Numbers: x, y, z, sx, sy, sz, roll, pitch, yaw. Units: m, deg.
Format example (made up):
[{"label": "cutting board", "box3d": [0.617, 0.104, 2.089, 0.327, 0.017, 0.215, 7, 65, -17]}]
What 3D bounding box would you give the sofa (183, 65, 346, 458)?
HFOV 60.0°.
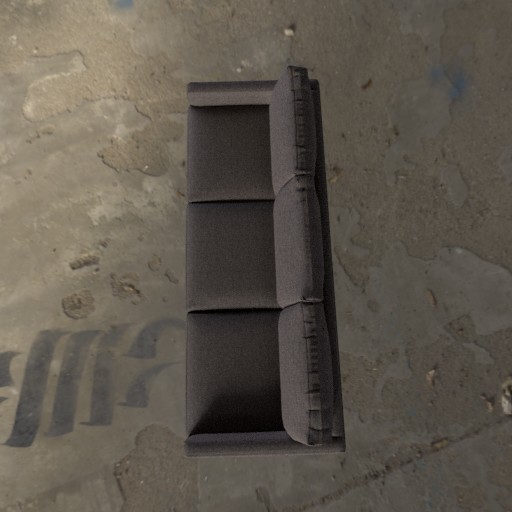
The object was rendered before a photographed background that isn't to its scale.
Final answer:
[{"label": "sofa", "box3d": [0.000, 0.000, 2.738, 0.876, 0.882, 2.253, -2, 76, 0]}]
